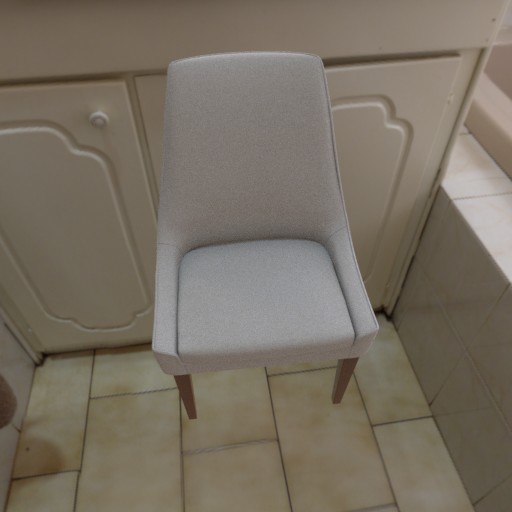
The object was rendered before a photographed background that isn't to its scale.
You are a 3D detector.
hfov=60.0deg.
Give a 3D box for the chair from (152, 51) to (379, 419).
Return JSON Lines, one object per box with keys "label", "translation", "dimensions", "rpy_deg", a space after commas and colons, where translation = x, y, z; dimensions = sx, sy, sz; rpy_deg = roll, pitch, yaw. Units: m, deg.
{"label": "chair", "translation": [0.000, 0.000, 1.178], "dimensions": [0.529, 0.861, 0.544], "rpy_deg": [-5, 47, -4]}
